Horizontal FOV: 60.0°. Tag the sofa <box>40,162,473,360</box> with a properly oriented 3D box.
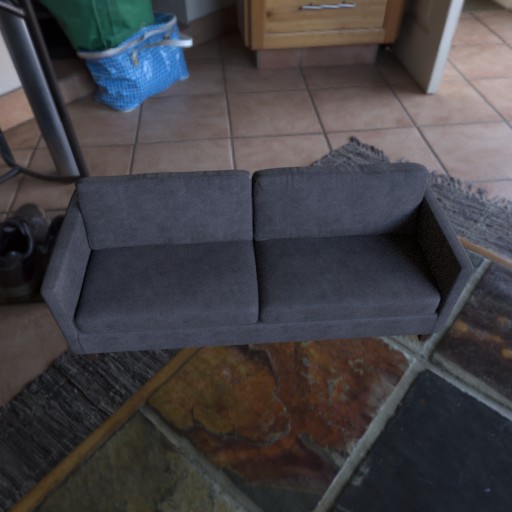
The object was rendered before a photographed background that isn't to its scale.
[{"bbox_3d":[0.000,0.000,2.936,2.434,0.965,0.951,-3,46,-3],"label":"sofa"}]
